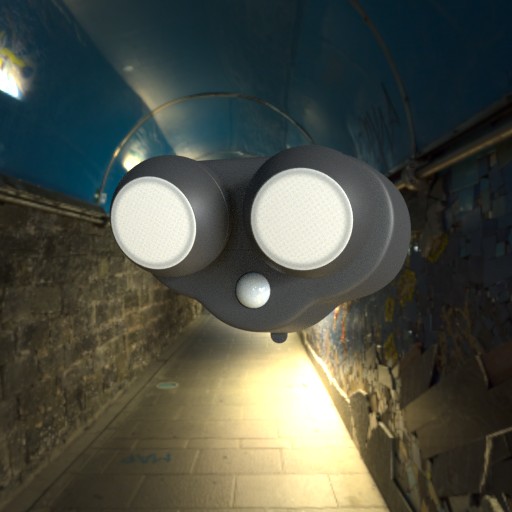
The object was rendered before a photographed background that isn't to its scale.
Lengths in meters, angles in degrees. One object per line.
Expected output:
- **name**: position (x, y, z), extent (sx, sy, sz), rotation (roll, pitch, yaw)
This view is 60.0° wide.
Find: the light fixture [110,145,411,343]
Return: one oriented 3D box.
- **light fixture**: position (0.000, 0.000, 0.333), extent (0.229, 0.159, 0.159), rotation (0, 0, 16)
